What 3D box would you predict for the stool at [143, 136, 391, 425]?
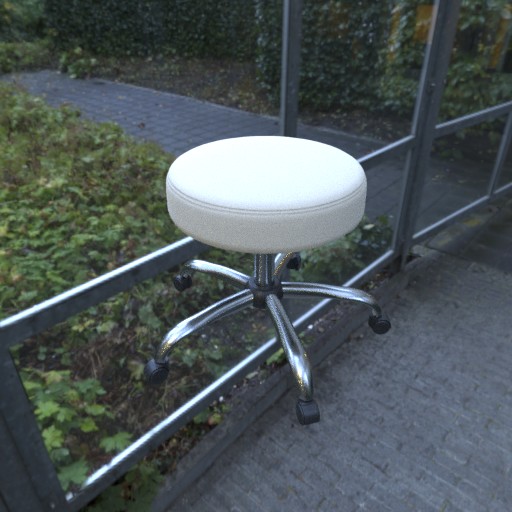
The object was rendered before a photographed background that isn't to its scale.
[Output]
[{"bbox_3d":[0.000,0.000,1.051,0.614,0.482,0.634,-20,37,-29],"label":"stool"}]
